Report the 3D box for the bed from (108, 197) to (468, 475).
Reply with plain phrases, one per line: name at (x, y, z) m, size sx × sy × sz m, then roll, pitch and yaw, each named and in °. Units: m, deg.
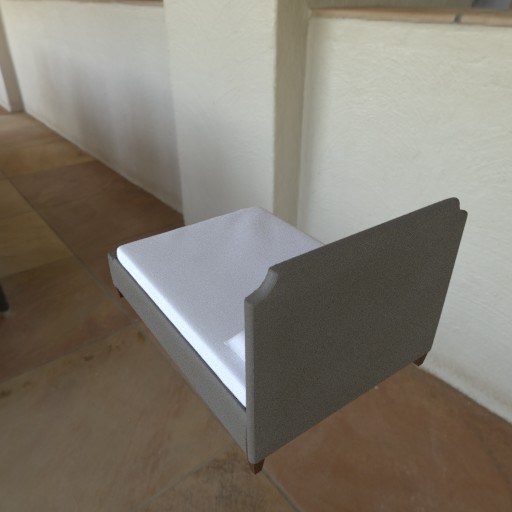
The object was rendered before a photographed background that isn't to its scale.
bed at (0.000, 0.000, 3.519) m, size 1.712 × 1.443 × 2.372 m, roll -20°, pitch 36°, yaw -30°
